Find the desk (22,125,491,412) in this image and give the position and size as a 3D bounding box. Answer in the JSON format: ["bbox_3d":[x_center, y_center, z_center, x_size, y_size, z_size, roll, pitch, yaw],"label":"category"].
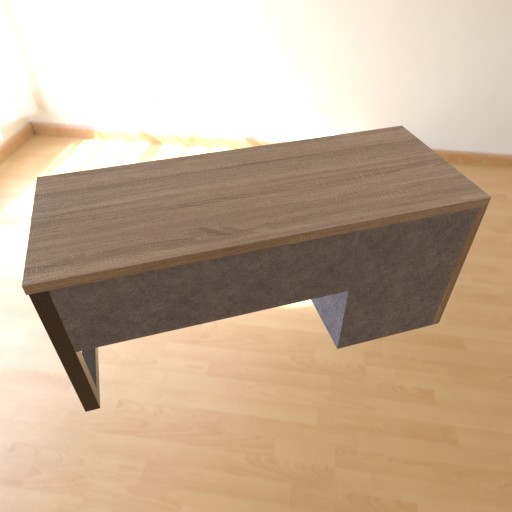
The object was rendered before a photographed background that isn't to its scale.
[{"bbox_3d":[0.000,0.000,2.036,1.700,0.760,0.690,-11,42,-12],"label":"desk"}]
